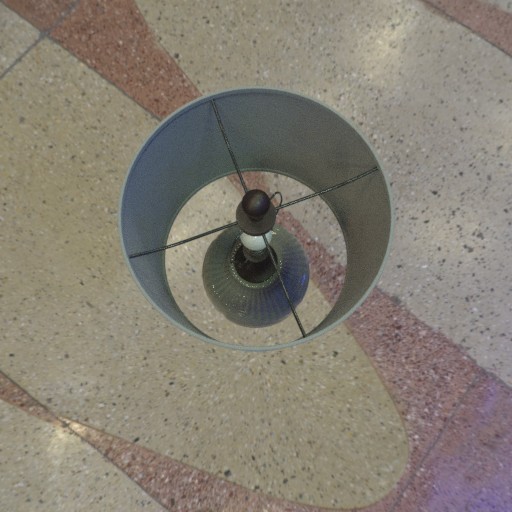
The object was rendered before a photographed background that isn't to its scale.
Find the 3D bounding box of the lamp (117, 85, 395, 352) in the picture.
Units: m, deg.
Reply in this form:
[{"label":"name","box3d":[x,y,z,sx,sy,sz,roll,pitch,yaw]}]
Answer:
[{"label":"lamp","box3d":[0.000,0.000,0.750,0.318,0.567,0.318,0,78,0]}]
